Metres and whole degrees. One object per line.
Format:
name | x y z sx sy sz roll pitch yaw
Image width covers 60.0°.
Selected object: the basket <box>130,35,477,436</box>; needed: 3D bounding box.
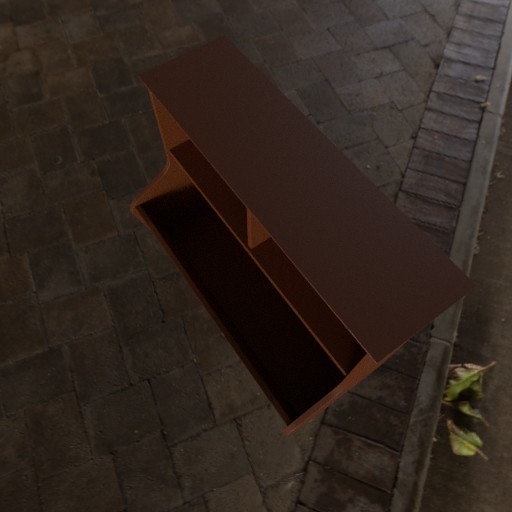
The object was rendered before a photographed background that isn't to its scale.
basket | 0.000 0.000 1.141 0.376 0.625 0.792 -32 68 -15
